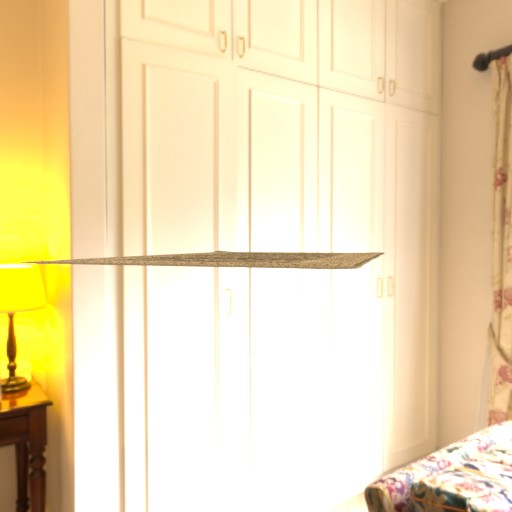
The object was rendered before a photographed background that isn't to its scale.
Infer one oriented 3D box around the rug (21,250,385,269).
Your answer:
[{"bbox_3d":[0.000,0.000,2.286,1.209,0.019,1.828,1,2,19],"label":"rug"}]
